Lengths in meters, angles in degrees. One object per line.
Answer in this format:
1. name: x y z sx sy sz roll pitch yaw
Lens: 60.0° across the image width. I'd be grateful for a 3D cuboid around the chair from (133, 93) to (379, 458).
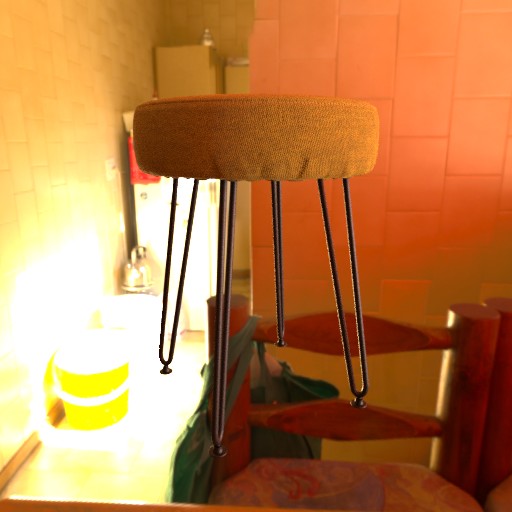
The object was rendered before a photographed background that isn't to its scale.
1. chair: 0.000 0.000 0.688 0.345 0.455 0.345 -7 16 -27
